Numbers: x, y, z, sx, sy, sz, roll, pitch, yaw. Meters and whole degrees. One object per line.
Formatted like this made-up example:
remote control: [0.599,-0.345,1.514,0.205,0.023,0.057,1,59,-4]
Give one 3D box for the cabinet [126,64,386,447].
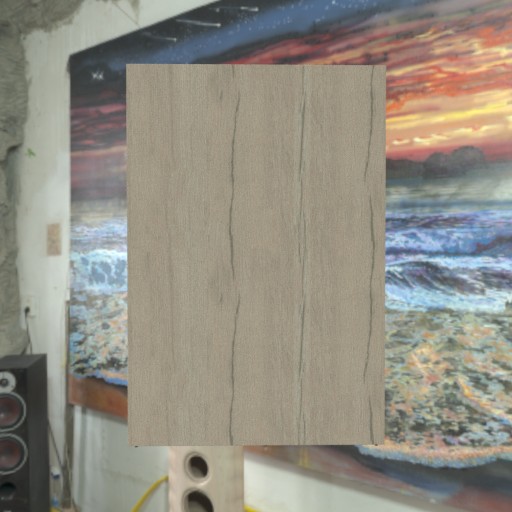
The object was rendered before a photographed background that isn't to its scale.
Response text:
cabinet: [0.000,0.000,2.691,1.400,2.070,0.580,0,1,-1]
